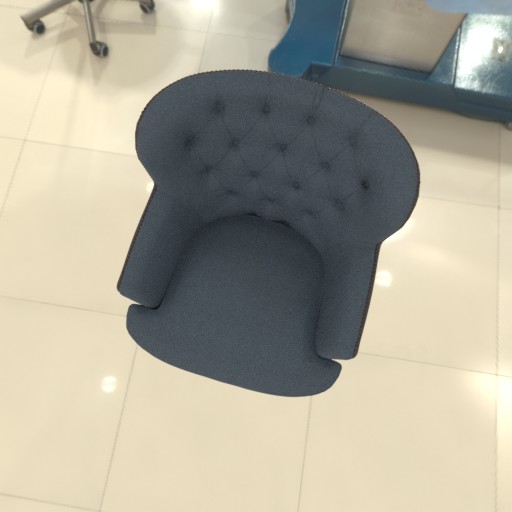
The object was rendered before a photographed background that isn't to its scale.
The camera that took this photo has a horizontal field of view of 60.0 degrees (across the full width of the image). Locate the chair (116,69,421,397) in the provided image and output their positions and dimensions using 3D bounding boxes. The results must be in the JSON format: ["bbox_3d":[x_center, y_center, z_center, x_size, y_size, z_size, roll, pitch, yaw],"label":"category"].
[{"bbox_3d":[0.000,0.000,1.595,0.848,0.868,0.906,15,75,4],"label":"chair"}]
